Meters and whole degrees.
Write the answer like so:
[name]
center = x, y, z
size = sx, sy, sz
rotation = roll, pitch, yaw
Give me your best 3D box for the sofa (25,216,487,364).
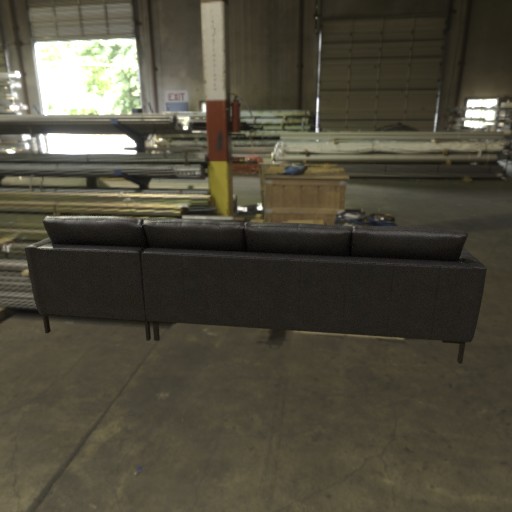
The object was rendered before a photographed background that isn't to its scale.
[sofa]
center = 0.000, 0.000, 3.558
size = 2.993, 0.859, 1.471
rotation = 3, 18, 8
